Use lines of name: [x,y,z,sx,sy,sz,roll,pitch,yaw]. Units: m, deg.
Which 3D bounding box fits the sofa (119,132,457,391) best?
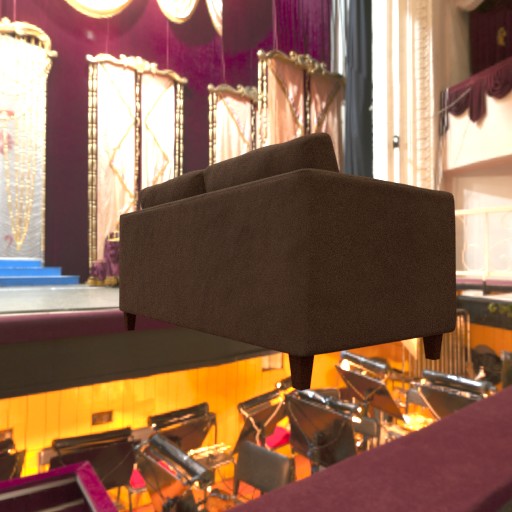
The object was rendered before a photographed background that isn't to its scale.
sofa: [0.000,0.000,2.488,0.950,0.963,1.884,1,-1,-36]
